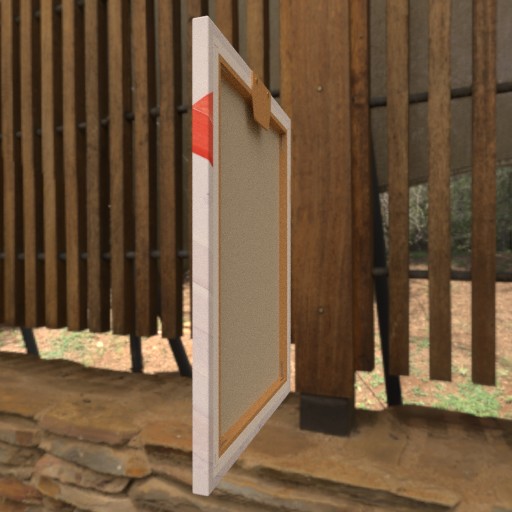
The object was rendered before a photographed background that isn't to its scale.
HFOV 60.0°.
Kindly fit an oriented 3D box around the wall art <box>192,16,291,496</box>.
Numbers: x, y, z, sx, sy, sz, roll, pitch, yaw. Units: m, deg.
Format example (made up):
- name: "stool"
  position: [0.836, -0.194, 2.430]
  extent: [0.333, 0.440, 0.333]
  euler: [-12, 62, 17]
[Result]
- name: "wall art"
  position: [0.000, 0.000, 1.299]
  extent: [0.045, 1.014, 0.759]
  euler: [0, 0, 18]
